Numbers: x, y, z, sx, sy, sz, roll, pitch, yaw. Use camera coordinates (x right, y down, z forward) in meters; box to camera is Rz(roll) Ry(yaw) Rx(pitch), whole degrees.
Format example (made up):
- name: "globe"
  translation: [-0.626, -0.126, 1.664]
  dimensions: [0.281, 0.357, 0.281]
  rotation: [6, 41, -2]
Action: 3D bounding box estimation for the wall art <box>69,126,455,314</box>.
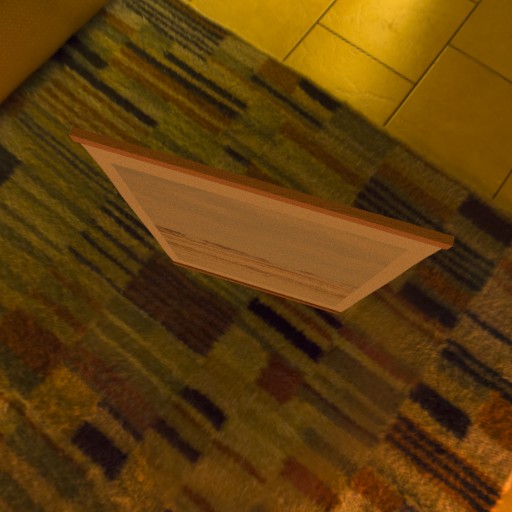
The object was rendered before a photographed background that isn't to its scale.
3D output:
- name: "wall art"
  translation: [0.000, 0.000, 1.858]
  dimensions: [1.011, 1.521, 0.025]
  rotation: [17, 77, 4]
